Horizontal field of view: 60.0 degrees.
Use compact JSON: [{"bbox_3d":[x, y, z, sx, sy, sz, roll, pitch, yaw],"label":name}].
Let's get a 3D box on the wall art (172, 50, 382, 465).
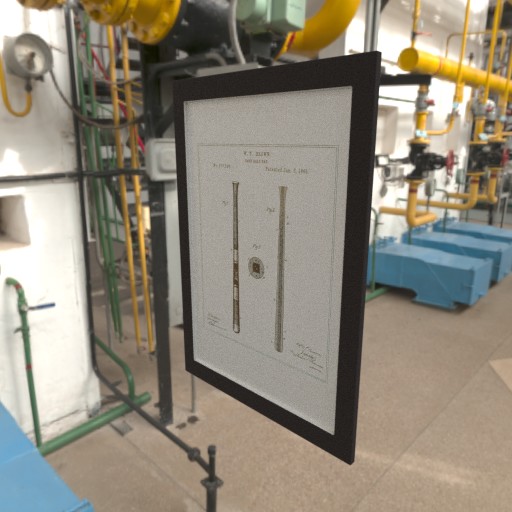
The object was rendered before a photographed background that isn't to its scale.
[{"bbox_3d":[0.000,0.000,0.674,0.374,0.529,0.012,14,20,42],"label":"wall art"}]
